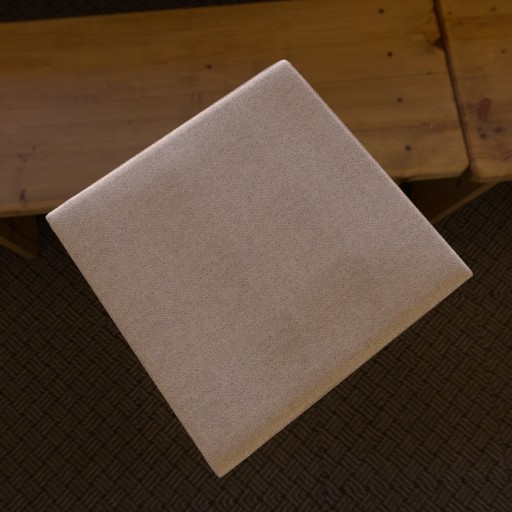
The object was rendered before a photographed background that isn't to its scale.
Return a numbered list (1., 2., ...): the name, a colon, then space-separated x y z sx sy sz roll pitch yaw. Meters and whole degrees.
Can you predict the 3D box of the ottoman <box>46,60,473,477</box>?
1. ottoman: 0.000 0.000 1.534 0.982 0.381 0.973 -36 79 -8
